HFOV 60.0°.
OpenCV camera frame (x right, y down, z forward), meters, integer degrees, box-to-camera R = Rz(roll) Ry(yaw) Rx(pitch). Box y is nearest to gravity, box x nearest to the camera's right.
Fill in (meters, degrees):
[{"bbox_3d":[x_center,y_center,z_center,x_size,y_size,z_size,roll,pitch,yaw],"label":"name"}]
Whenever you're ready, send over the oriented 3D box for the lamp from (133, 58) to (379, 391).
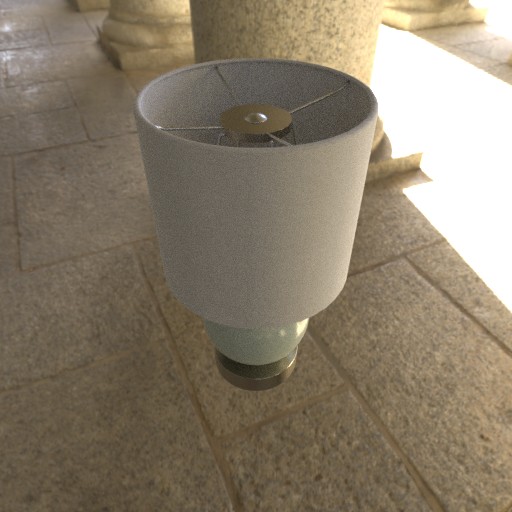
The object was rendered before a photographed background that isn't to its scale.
[{"bbox_3d":[0.000,0.000,0.482,0.201,0.353,0.201,25,47,27],"label":"lamp"}]
